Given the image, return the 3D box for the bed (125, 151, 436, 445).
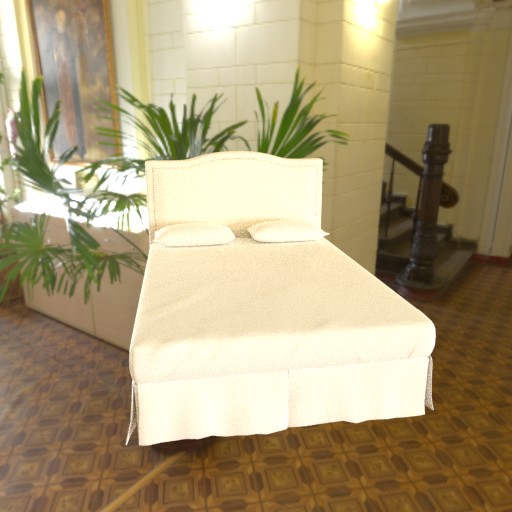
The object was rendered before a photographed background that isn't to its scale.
[{"bbox_3d":[0.000,0.000,3.383,1.821,1.436,2.282,-3,17,-9],"label":"bed"}]
